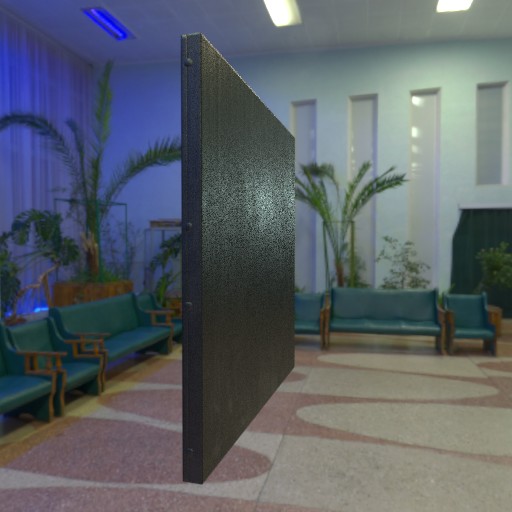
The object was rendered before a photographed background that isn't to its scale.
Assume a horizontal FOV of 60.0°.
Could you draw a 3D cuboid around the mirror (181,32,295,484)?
[{"bbox_3d":[0.000,0.000,0.558,0.020,0.381,0.382,0,1,17],"label":"mirror"}]
